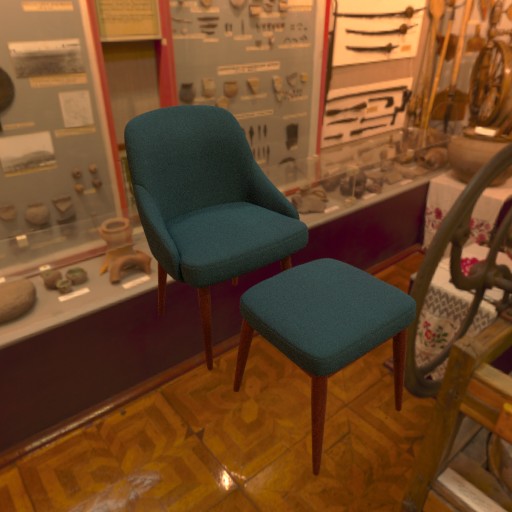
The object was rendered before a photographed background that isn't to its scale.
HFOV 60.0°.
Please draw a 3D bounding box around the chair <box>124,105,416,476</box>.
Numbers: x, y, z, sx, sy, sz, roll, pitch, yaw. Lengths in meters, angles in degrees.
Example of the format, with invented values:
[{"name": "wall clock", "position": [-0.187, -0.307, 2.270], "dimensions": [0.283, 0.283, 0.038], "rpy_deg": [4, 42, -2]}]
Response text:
[{"name": "chair", "position": [0.000, 0.000, 1.587], "dimensions": [0.584, 0.866, 1.114], "rpy_deg": [-21, 36, -32]}]
